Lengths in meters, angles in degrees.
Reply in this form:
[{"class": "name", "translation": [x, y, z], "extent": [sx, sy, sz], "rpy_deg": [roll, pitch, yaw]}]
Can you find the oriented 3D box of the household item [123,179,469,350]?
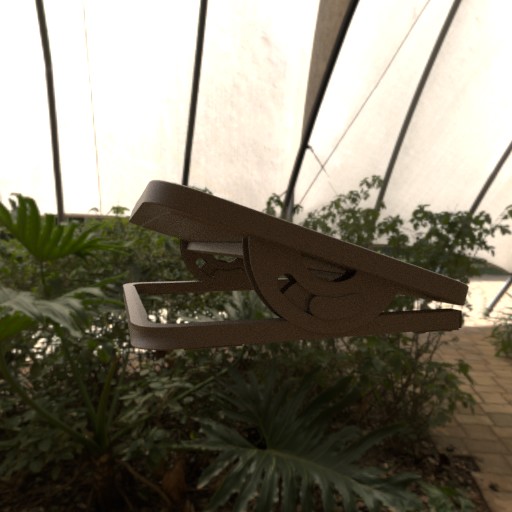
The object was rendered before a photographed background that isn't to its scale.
[{"class": "household item", "translation": [0.000, 0.000, 0.531], "extent": [0.301, 0.126, 0.390], "rpy_deg": [-1, 2, -18]}]
